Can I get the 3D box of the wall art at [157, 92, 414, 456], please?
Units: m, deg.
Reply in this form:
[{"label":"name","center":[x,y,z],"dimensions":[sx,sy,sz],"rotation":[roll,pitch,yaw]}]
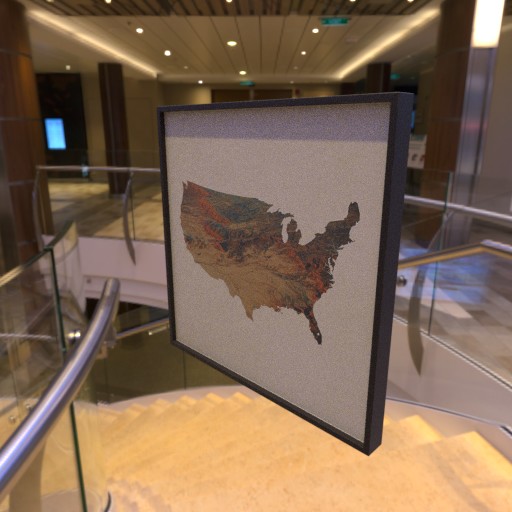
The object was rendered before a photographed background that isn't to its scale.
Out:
[{"label":"wall art","center":[0.000,0.000,0.770],"dimensions":[0.507,0.507,0.038],"rotation":[15,22,43]}]
